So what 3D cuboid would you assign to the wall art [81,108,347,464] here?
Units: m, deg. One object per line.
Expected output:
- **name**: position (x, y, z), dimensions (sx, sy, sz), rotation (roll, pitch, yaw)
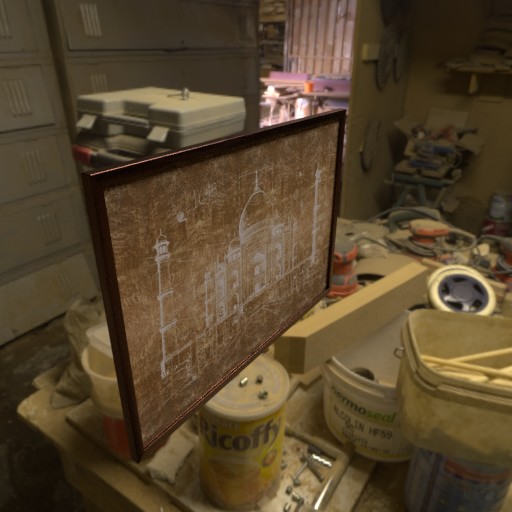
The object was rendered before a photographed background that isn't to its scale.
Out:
- **wall art**: position (0.000, 0.000, 0.550), dimensions (0.012, 0.304, 0.431), rotation (17, 31, 32)
